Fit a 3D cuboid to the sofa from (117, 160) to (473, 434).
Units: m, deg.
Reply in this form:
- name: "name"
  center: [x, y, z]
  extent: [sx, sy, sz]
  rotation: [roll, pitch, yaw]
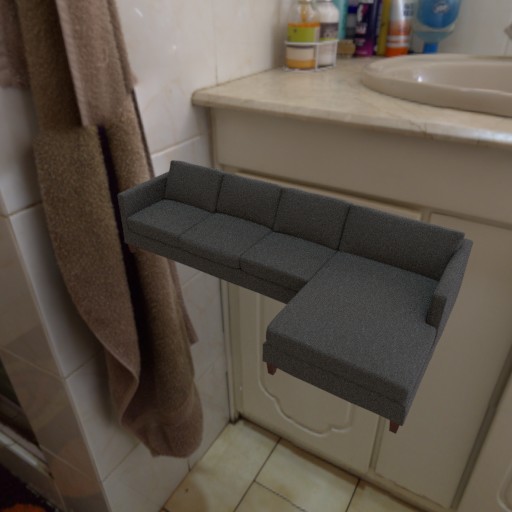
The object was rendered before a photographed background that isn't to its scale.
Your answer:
- name: "sofa"
  center: [0.000, 0.000, 3.885]
  extent: [3.186, 0.846, 1.625]
  rotation: [19, 36, 28]
